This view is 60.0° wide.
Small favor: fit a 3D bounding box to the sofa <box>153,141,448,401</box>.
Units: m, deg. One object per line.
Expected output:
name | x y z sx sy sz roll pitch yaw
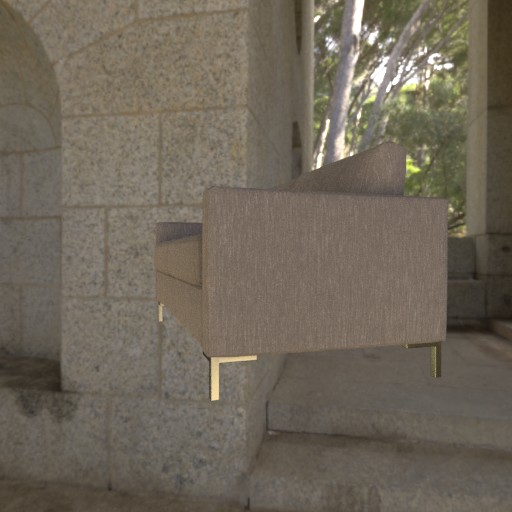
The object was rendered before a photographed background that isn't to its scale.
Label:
sofa | 0.000 0.000 2.178 0.875 0.840 1.682 0 0 -18
